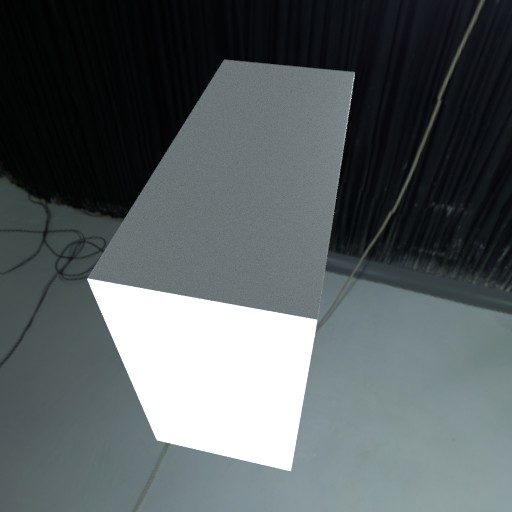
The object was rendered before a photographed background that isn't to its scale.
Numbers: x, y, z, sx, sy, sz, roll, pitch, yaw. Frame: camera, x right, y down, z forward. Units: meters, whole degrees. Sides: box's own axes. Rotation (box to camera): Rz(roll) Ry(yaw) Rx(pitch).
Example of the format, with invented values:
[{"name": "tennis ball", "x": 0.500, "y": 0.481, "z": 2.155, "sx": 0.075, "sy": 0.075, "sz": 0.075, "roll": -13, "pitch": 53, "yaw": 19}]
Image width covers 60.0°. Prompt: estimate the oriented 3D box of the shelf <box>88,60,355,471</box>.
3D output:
[{"name": "shelf", "x": 0.000, "y": 0.000, "z": 1.296, "sx": 0.396, "sy": 0.732, "sz": 0.895, "roll": 9, "pitch": 48, "yaw": 8}]
